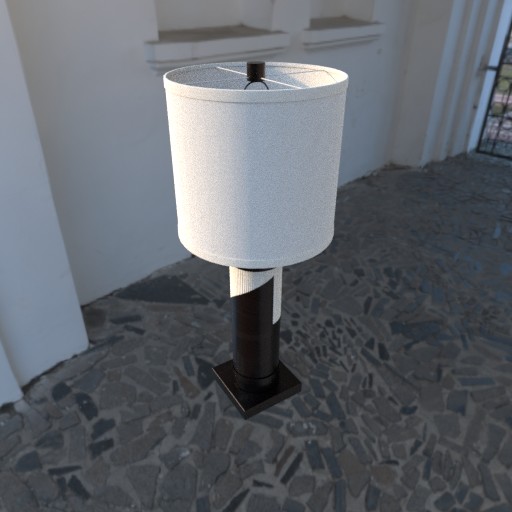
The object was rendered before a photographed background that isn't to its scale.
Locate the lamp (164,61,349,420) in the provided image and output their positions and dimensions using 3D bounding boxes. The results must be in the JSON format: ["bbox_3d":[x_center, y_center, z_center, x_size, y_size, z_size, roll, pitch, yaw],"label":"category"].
[{"bbox_3d":[0.000,0.000,0.632,0.211,0.509,0.211,-18,35,-27],"label":"lamp"}]
